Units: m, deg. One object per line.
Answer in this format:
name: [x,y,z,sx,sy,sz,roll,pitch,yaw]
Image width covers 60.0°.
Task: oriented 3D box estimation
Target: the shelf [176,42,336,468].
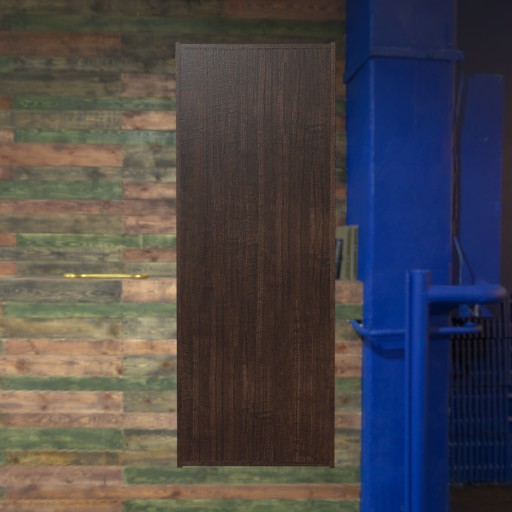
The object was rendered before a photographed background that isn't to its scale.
shelf: [0.000,0.000,1.289,0.415,1.099,0.290,0,1,0]
